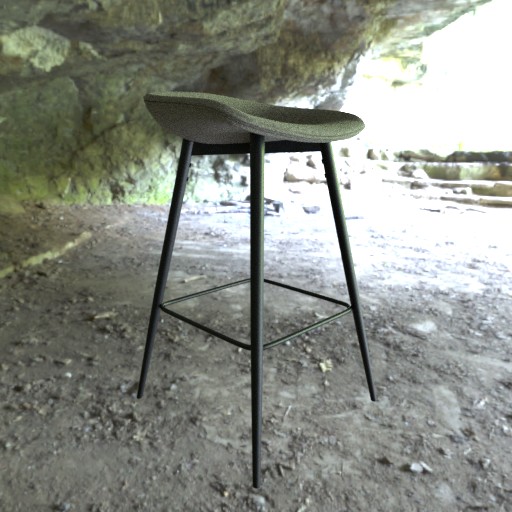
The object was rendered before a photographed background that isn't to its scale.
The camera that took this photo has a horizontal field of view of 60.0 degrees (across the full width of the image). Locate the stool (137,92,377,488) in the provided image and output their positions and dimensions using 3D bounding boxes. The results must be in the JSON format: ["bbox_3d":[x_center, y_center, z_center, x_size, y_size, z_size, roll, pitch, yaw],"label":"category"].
[{"bbox_3d":[0.000,0.000,1.129,0.469,0.814,0.480,-13,19,-43],"label":"stool"}]
